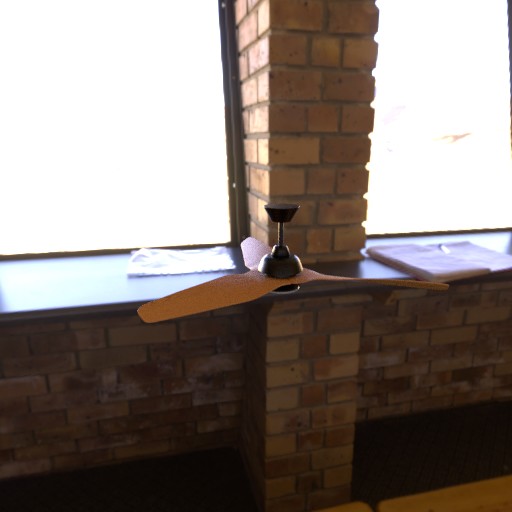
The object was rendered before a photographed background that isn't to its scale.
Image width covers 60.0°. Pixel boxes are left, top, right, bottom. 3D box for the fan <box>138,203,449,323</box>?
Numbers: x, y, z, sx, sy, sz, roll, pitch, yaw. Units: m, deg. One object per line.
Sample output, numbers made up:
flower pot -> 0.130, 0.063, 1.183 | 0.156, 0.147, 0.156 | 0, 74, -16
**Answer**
fan -> 0.000, 0.000, 1.713 | 1.142, 0.355, 1.010 | 14, 20, 43
